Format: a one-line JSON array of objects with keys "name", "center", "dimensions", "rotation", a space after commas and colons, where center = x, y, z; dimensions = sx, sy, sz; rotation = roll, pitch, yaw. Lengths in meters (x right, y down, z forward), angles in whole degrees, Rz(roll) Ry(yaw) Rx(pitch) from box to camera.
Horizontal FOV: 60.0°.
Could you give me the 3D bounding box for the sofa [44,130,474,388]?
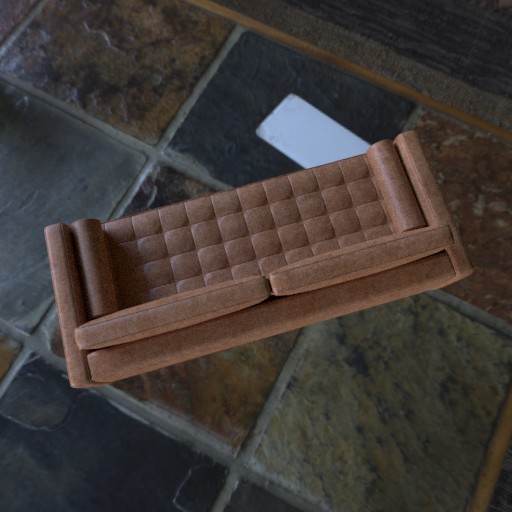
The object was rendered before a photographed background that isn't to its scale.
[{"name": "sofa", "center": [0.000, 0.000, 2.578], "dimensions": [2.200, 0.770, 0.919], "rotation": [-15, 76, -4]}]
